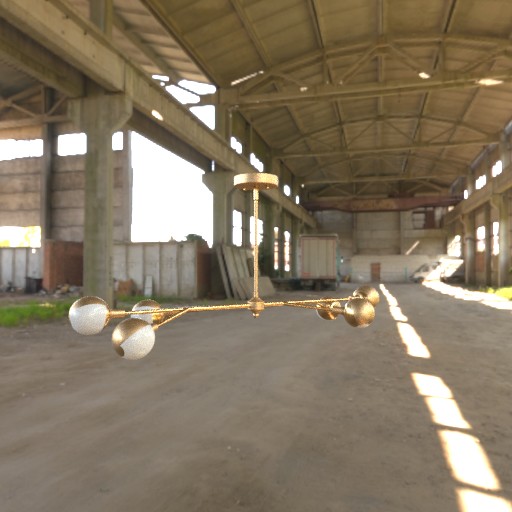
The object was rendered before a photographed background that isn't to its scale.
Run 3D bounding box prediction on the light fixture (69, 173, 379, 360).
[{"bbox_3d":[0.000,0.000,1.019,0.778,0.362,0.434,0,-1,-18],"label":"light fixture"}]
